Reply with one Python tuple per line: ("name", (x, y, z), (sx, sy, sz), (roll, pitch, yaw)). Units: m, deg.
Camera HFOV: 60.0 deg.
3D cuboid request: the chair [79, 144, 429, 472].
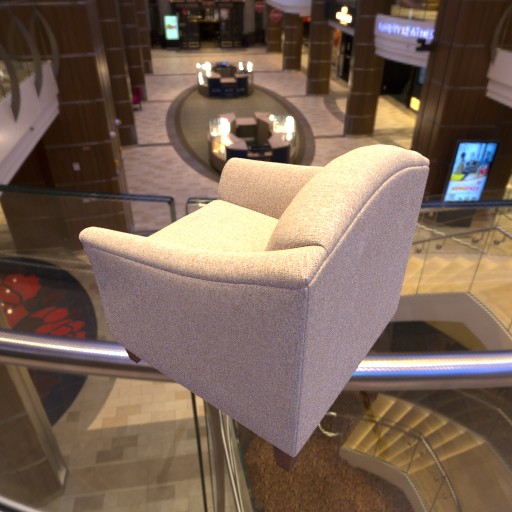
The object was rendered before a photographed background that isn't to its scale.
("chair", (0.000, 0.000, 1.447), (0.787, 0.839, 0.763), (22, 39, 29))
